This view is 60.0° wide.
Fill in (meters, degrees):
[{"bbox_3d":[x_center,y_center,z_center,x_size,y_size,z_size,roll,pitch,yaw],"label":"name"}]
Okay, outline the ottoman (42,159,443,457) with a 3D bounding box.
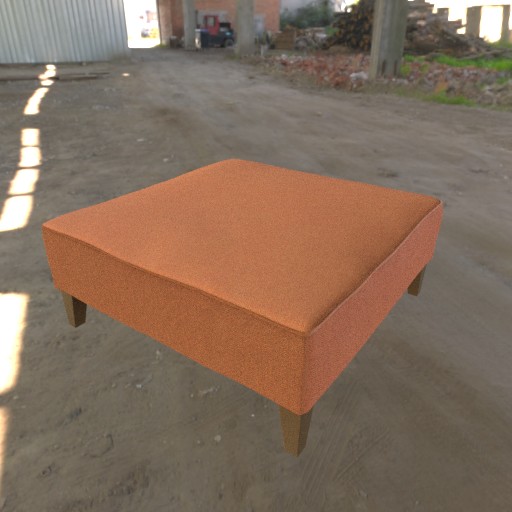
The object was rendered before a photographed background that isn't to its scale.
[{"bbox_3d":[0.000,0.000,1.572,0.999,0.438,0.997,18,32,31],"label":"ottoman"}]
